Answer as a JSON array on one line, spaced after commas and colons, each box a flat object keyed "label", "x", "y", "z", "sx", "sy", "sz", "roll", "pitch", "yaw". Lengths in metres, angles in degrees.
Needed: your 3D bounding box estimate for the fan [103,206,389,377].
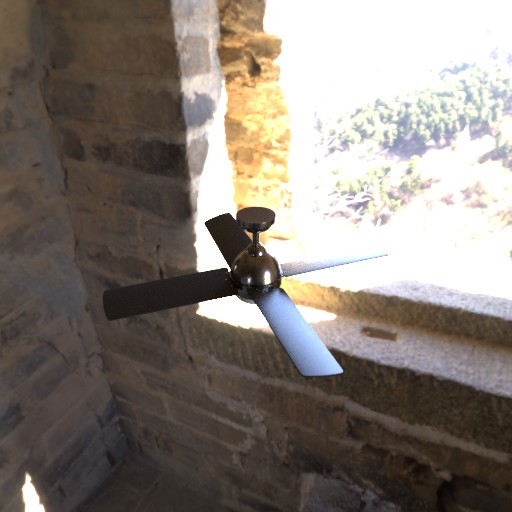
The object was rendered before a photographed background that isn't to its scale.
[{"label": "fan", "x": 0.000, "y": 0.000, "z": 1.963, "sx": 1.332, "sy": 0.403, "sz": 1.332, "roll": -10, "pitch": 32, "yaw": -17}]
